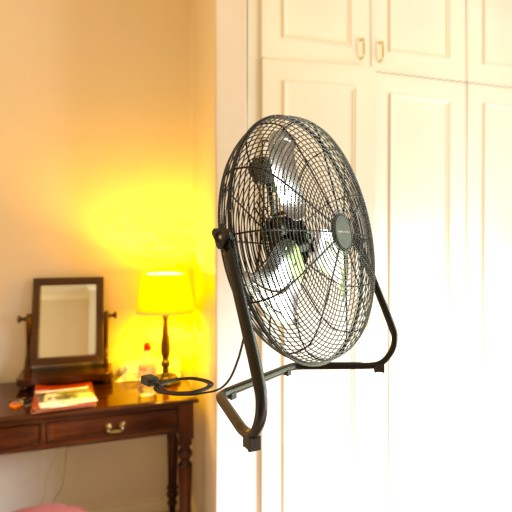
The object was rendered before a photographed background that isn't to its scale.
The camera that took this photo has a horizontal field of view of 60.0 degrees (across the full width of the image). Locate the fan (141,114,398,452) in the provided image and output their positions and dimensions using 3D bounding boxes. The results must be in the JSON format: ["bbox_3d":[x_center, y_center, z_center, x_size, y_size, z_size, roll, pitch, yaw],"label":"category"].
[{"bbox_3d":[0.000,0.000,0.936,0.424,0.546,0.555,0,1,36],"label":"fan"}]
